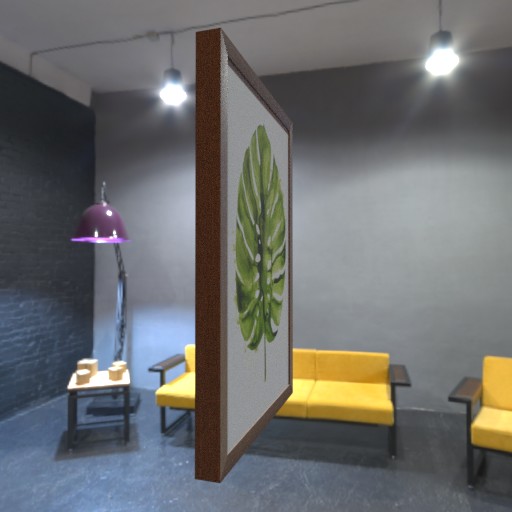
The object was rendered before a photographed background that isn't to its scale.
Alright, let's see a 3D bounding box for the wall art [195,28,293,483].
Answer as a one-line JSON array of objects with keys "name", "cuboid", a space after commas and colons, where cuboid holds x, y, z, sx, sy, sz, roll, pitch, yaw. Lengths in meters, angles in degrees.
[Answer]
[{"name": "wall art", "cuboid": [0.000, 0.000, 0.670, 0.032, 0.510, 0.358, 0, -1, 18]}]
